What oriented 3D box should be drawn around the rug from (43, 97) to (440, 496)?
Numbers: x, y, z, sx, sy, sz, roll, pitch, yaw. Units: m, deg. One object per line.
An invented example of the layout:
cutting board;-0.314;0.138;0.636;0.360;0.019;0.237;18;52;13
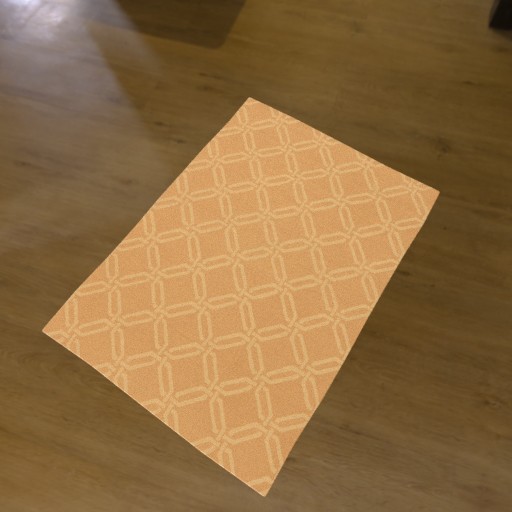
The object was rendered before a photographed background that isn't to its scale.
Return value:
rug;0.000;0.000;2.712;1.524;0.013;2.135;31;68;14
